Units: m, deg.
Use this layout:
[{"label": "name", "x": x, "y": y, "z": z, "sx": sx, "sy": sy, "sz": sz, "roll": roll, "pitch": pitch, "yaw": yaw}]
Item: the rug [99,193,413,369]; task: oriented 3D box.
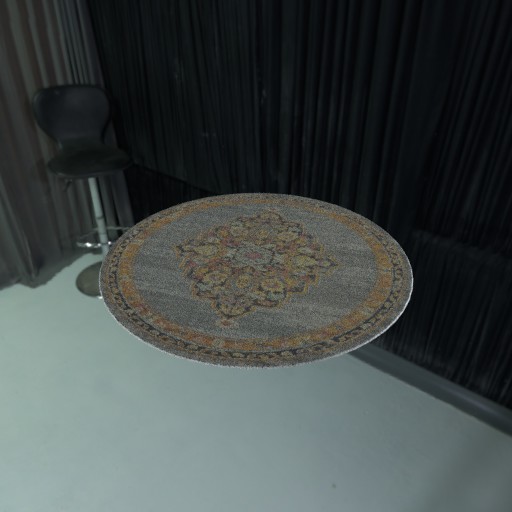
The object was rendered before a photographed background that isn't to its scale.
[{"label": "rug", "x": 0.000, "y": 0.000, "z": 2.356, "sx": 1.598, "sy": 0.010, "sz": 1.598, "roll": 0, "pitch": 32, "yaw": 0}]
